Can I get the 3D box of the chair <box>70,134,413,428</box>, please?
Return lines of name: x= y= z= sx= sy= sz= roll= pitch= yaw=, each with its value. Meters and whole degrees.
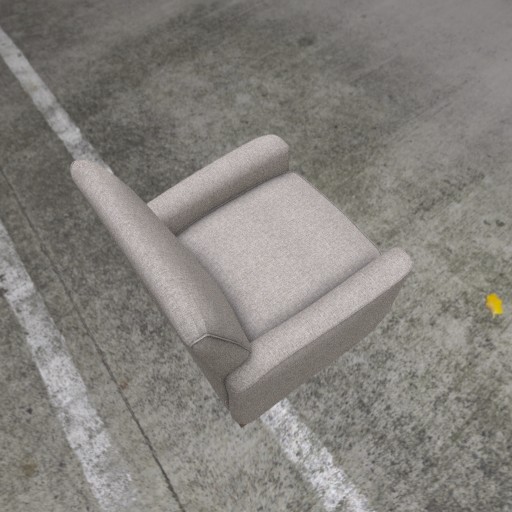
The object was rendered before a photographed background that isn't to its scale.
chair: x=0.000 y=0.000 z=1.643 sx=0.864 sy=1.014 sz=0.848 roll=-32 pitch=63 yaw=-19
